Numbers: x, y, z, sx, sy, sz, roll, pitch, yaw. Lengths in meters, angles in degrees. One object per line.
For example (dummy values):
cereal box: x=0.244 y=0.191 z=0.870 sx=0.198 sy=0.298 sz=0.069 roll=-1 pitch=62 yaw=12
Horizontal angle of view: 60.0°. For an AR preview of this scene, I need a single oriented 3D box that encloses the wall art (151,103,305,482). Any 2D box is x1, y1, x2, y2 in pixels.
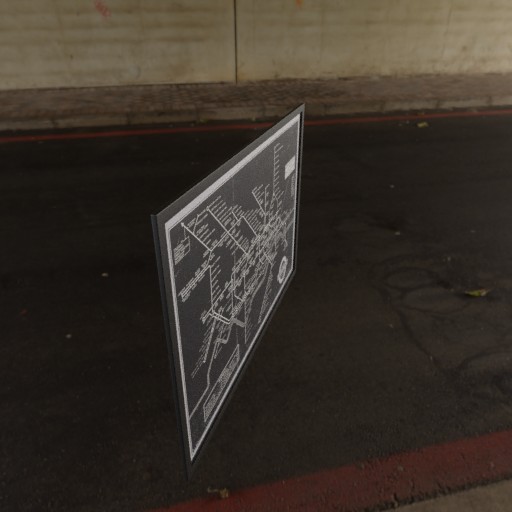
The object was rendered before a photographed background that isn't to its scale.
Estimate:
wall art: x=0.000 y=0.000 z=1.527 sx=0.013 sy=0.811 sz=1.192 roll=10 pitch=31 yaw=16
